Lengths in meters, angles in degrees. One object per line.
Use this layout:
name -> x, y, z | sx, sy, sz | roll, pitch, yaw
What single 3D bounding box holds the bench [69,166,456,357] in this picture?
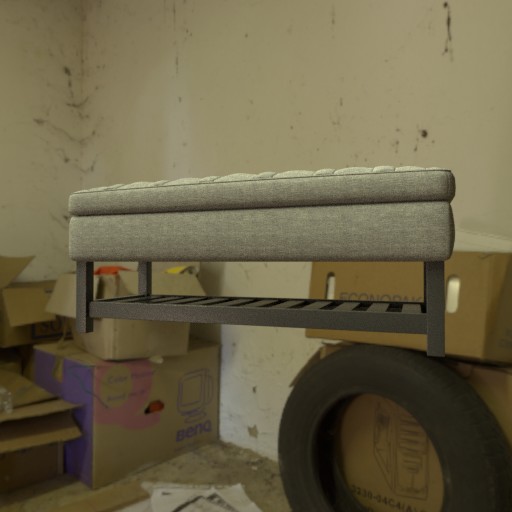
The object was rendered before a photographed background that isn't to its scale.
bench -> 0.000, 0.000, 1.361 | 1.100, 0.470, 0.429 | 0, -1, 19
